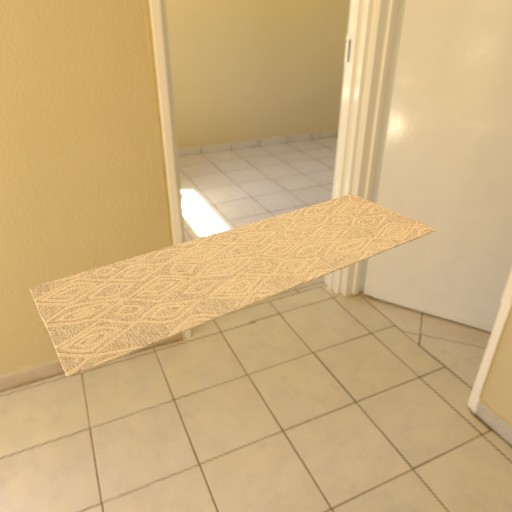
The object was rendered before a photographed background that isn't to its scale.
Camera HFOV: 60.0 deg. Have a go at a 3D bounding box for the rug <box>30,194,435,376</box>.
[{"bbox_3d":[0.000,0.000,2.710,2.436,0.013,0.807,-19,35,-29],"label":"rug"}]
